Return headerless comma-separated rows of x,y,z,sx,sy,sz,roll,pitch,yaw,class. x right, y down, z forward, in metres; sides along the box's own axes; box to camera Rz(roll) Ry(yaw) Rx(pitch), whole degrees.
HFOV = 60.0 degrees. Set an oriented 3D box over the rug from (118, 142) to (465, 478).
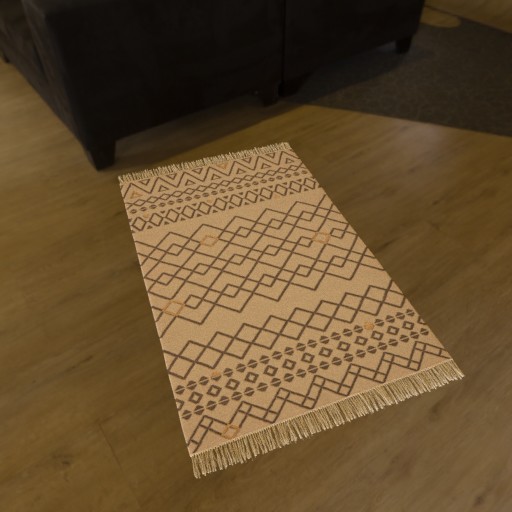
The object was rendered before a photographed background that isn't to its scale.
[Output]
0.000,0.000,2.447,1.224,0.028,2.023,-15,48,-14,rug
